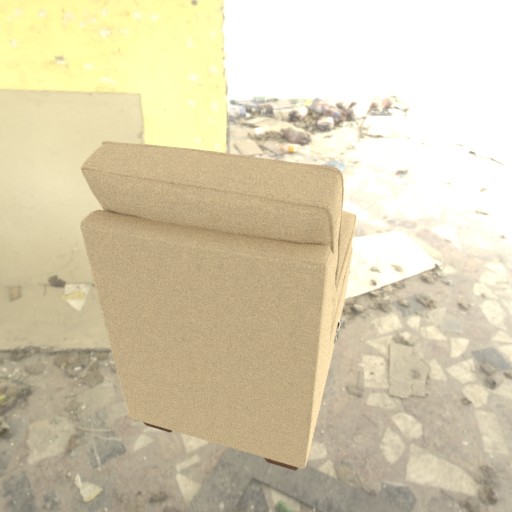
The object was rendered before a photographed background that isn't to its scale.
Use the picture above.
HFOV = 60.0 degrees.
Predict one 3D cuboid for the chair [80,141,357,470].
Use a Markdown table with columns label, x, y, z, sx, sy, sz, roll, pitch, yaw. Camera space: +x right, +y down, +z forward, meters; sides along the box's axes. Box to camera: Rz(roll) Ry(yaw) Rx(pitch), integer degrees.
| label | x | y | z | sx | sy | sz | roll | pitch | yaw |
| --- | --- | --- | --- | --- | --- | --- | --- | --- | --- |
| chair | 0.000 | 0.000 | 1.534 | 0.621 | 0.970 | 0.938 | 10 | 34 | 15 |
